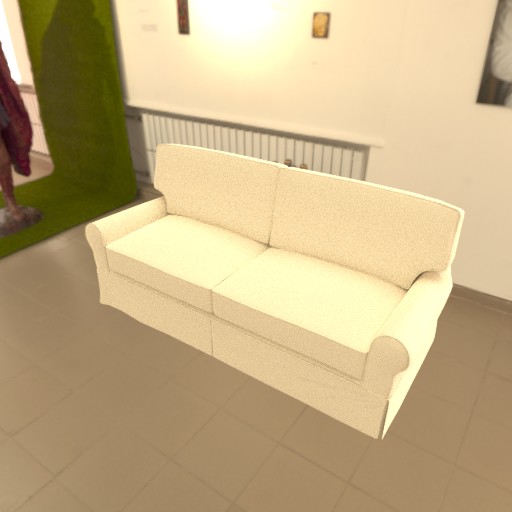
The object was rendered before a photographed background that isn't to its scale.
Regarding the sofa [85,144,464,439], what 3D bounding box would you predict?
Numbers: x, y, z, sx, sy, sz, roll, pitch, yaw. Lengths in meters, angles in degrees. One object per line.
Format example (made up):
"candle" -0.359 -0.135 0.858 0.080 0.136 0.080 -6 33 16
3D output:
"sofa" 0.000 0.000 2.539 2.021 0.937 0.862 19 35 29
